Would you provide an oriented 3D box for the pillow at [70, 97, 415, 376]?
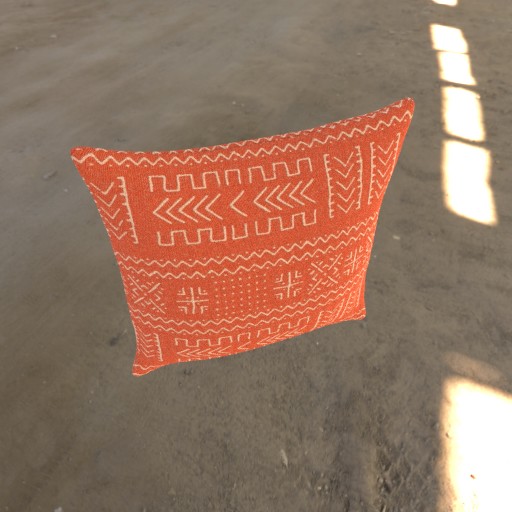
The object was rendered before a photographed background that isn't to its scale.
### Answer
[{"bbox_3d":[0.000,0.000,0.666,0.438,0.429,0.164,-12,43,-13],"label":"pillow"}]
